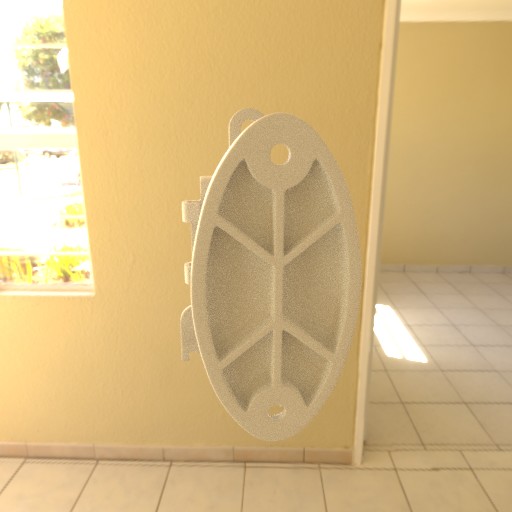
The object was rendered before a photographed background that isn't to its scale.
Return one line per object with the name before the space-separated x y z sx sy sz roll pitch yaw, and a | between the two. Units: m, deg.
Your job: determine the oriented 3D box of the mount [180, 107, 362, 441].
mount | 0.000 0.000 0.182 0.066 0.118 0.100 -2 16 -8
